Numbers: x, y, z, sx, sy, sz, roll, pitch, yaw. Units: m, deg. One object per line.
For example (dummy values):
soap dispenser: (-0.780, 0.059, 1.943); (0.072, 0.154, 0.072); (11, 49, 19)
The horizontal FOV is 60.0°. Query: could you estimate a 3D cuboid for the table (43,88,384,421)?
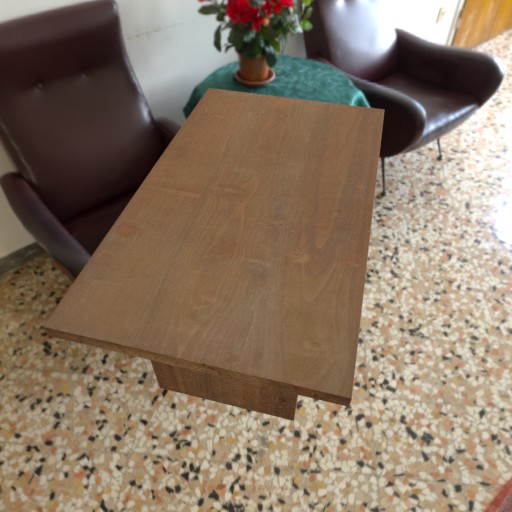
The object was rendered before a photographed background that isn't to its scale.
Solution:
table: (0.000, 0.000, 2.100); (0.946, 0.780, 1.609); (11, 48, 10)
